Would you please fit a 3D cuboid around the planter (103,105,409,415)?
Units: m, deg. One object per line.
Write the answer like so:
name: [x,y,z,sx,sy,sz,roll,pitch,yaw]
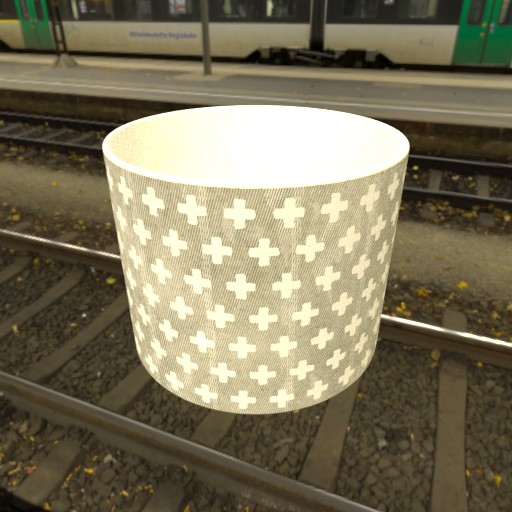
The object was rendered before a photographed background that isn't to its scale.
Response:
planter: [0.000,0.000,0.434,0.250,0.239,0.250,0,29,0]
